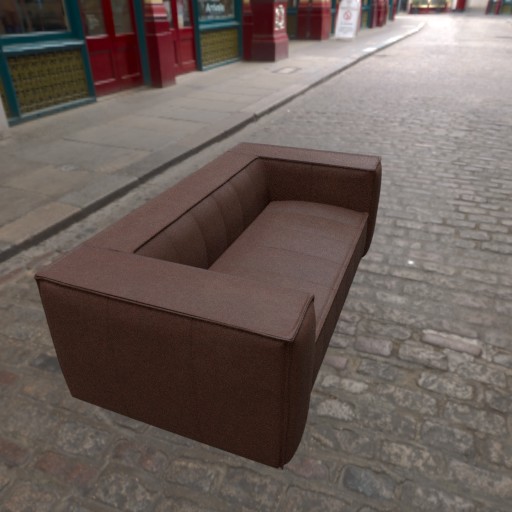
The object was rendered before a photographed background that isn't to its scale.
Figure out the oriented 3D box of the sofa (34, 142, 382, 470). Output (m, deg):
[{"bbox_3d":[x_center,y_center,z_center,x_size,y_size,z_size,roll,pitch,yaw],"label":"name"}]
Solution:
[{"bbox_3d":[0.000,0.000,2.506,1.102,0.703,2.088,11,31,19],"label":"sofa"}]
